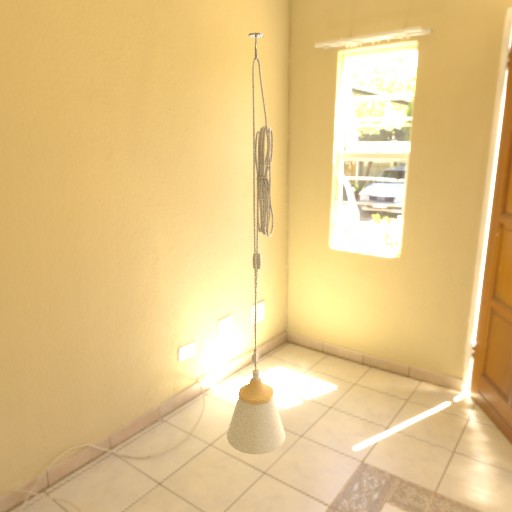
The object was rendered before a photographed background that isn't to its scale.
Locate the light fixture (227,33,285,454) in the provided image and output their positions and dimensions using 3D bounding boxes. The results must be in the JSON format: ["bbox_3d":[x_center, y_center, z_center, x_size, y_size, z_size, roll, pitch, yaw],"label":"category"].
[{"bbox_3d":[0.000,0.000,1.053,0.153,0.966,0.153,7,15,26],"label":"light fixture"}]
